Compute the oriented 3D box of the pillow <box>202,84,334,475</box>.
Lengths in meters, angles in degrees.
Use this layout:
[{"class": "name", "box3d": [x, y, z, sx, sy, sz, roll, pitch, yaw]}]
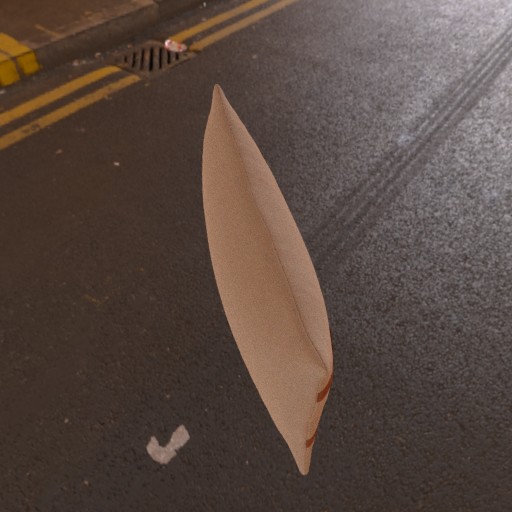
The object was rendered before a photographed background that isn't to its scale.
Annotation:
[{"class": "pillow", "box3d": [0.000, 0.000, 0.739, 0.148, 0.308, 0.612, -10, 49, -9]}]
